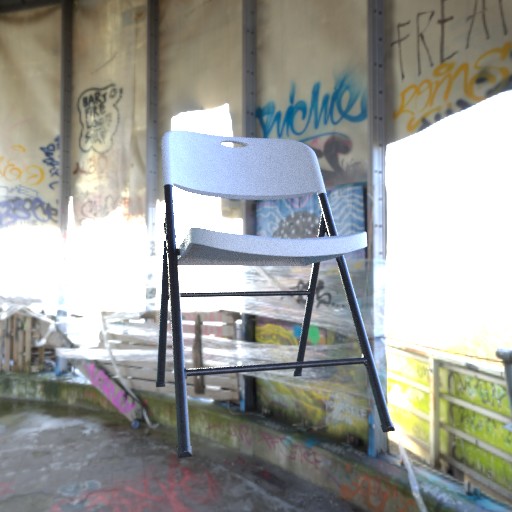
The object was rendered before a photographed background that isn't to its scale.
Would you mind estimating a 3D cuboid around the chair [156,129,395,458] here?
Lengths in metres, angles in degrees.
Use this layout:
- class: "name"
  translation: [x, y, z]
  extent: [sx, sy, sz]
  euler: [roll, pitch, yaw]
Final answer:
- class: "chair"
  translation: [0.000, 0.000, 1.212]
  extent: [0.494, 0.810, 0.566]
  euler: [0, -2, -17]
